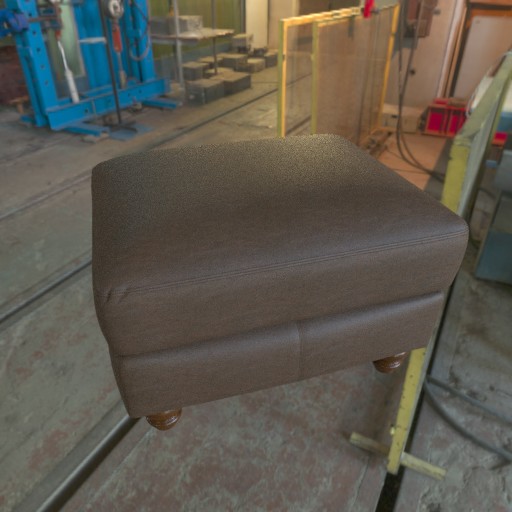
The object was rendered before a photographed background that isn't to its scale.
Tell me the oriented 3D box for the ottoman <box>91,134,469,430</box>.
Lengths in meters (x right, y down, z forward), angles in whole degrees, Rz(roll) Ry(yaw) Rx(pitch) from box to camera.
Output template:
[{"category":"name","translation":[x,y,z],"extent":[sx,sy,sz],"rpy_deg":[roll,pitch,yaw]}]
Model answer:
[{"category":"ottoman","translation":[0.000,0.000,1.161],"extent":[0.787,0.508,0.635],"rpy_deg":[-10,34,-14]}]
